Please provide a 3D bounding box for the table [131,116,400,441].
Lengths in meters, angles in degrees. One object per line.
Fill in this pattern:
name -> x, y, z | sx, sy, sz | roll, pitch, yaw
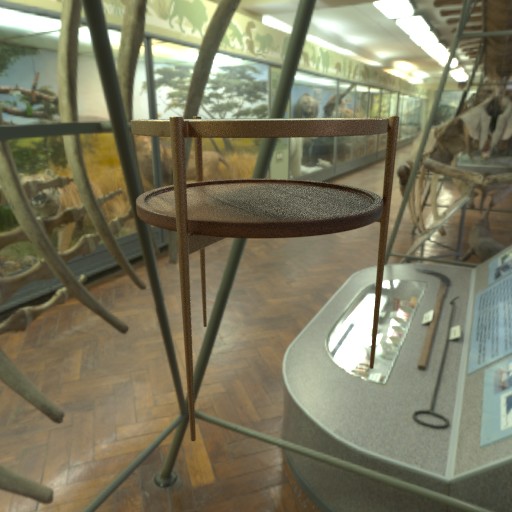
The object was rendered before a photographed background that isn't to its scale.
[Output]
table -> 0.000, 0.000, 0.819 | 0.430, 0.493, 0.456 | 9, 20, 26
